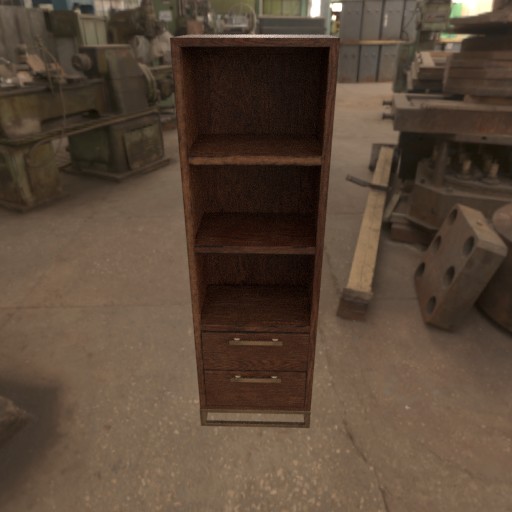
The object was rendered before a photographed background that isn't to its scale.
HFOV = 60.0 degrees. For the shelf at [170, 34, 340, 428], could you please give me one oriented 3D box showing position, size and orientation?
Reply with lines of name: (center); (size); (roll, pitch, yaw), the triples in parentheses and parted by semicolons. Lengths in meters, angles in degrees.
shelf: (0.000, 0.000, 1.948); (0.539, 1.732, 0.395); (1, 28, 1)
